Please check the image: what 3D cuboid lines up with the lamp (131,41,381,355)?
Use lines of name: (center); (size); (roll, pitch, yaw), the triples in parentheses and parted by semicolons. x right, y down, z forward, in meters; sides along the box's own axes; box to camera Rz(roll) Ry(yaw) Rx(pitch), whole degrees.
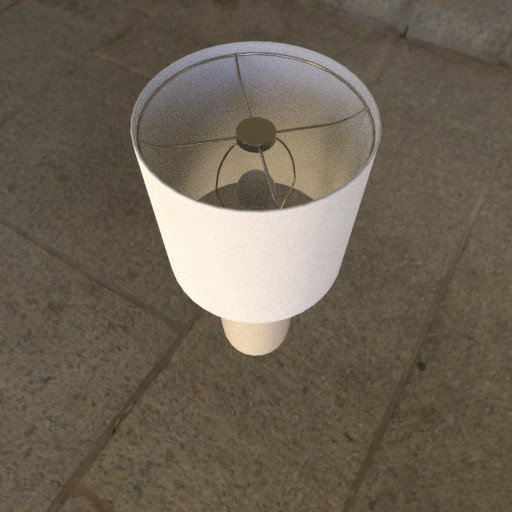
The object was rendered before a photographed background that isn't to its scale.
lamp: (0.000, 0.000, 0.595); (0.220, 0.475, 0.220); (2, 58, 1)
